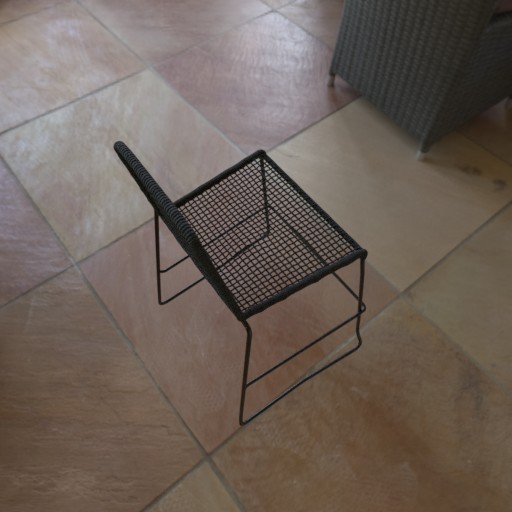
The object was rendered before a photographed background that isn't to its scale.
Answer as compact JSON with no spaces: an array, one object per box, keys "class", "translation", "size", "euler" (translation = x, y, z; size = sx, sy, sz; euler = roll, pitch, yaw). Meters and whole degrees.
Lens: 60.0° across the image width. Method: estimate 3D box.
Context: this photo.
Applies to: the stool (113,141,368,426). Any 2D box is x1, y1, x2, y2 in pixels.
[{"class":"stool","translation":[0.000,0.000,1.241],"size":[0.509,0.905,0.590],"euler":[-31,63,-18]}]
